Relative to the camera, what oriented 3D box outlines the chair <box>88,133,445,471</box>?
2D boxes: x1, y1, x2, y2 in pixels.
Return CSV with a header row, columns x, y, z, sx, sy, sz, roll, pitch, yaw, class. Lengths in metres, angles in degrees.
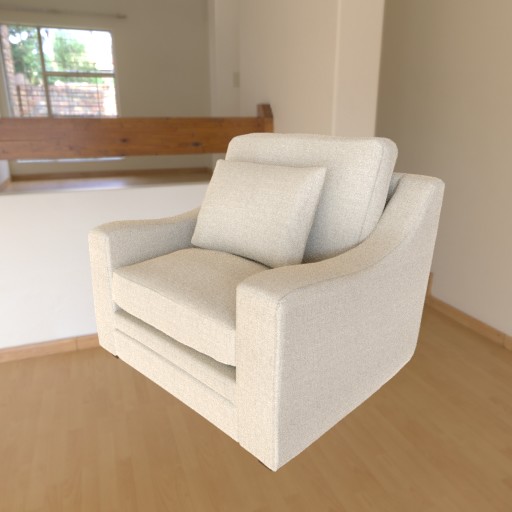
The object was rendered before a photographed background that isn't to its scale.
x,y,z,sx,sy,sz,roll,pitch,yaw,class
0.000,0.000,1.931,1.178,1.016,1.009,17,24,42,chair
